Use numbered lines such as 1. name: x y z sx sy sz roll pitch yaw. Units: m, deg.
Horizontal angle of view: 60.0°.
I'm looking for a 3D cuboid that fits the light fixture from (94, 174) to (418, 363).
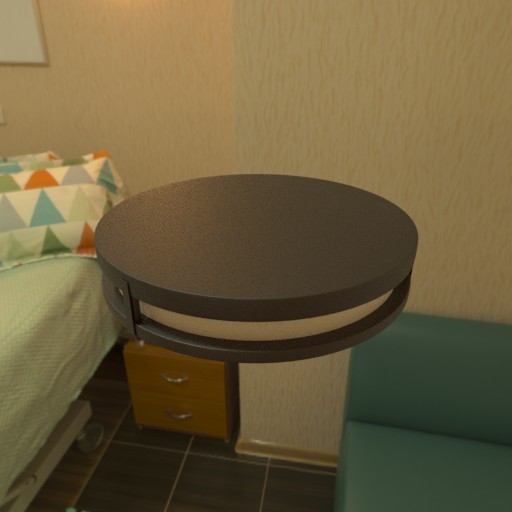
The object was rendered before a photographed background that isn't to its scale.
1. light fixture: 0.000 0.000 0.531 0.356 0.102 0.356 0 26 0
